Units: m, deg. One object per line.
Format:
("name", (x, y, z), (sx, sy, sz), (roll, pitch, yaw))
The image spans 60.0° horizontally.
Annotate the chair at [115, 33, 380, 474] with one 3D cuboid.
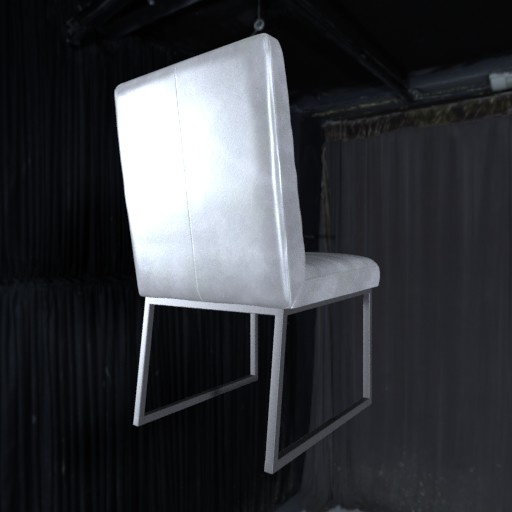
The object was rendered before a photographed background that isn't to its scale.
("chair", (0.000, 0.000, 1.287), (0.520, 0.930, 0.634), (0, 0, 36))
